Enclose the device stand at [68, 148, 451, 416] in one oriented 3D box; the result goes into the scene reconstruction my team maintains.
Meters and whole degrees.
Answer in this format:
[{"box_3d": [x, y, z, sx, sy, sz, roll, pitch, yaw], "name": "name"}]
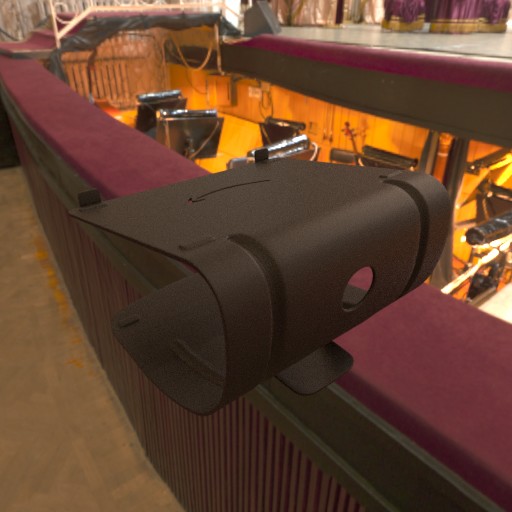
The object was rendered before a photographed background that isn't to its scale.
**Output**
[{"box_3d": [0.000, 0.000, 0.412, 0.256, 0.155, 0.236, -22, 36, -33], "name": "device stand"}]
